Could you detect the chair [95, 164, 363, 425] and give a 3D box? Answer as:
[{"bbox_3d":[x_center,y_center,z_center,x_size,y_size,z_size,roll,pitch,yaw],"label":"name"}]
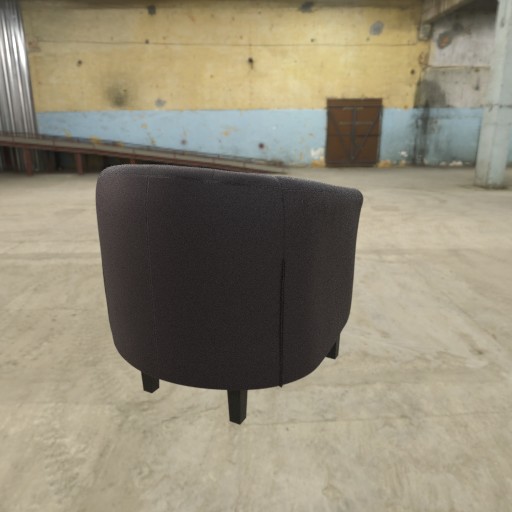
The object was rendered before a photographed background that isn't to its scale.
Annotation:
[{"bbox_3d":[0.000,0.000,1.691,0.763,0.760,1.191,8,18,27],"label":"chair"}]
